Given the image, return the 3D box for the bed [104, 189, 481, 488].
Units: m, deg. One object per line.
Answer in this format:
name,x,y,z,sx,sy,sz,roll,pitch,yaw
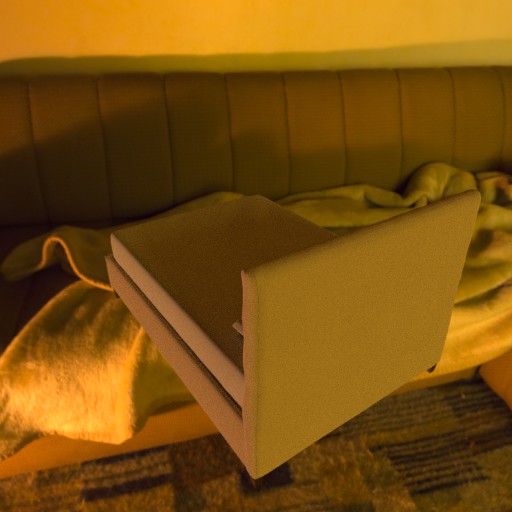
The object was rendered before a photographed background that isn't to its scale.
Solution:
bed,0.000,0.000,3.408,1.698,1.427,2.387,-19,34,-30
